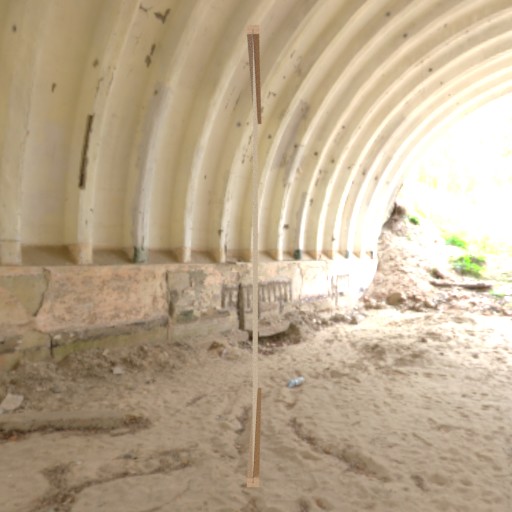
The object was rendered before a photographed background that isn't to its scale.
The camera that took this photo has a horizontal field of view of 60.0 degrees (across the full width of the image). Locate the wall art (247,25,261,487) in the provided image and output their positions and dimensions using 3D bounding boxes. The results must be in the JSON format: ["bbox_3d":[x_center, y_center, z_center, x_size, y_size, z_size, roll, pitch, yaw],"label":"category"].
[{"bbox_3d":[0.000,0.000,1.945,0.040,1.510,0.991,0,0,1],"label":"wall art"}]
